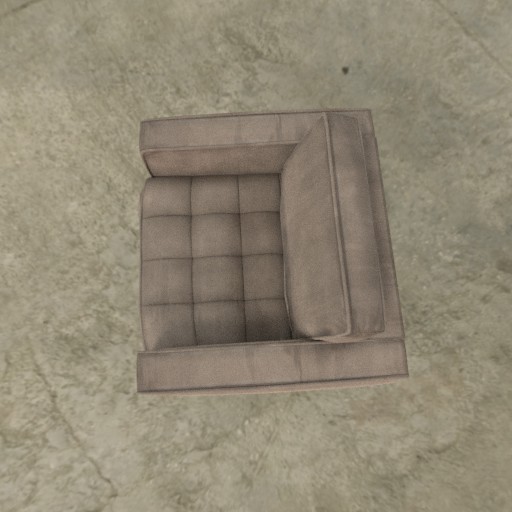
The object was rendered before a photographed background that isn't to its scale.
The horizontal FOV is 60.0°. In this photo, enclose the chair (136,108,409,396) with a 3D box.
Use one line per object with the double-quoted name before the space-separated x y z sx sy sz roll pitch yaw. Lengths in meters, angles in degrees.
"chair" 0.000 0.000 1.551 0.843 0.773 0.928 -3 75 -1
